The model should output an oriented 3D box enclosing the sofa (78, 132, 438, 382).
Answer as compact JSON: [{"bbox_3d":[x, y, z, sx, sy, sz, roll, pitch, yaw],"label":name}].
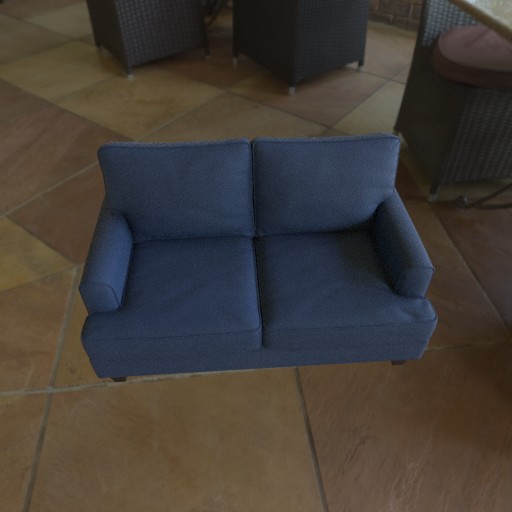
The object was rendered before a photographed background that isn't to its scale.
[{"bbox_3d":[0.000,0.000,2.281,1.651,0.965,0.965,-3,45,-3],"label":"sofa"}]
